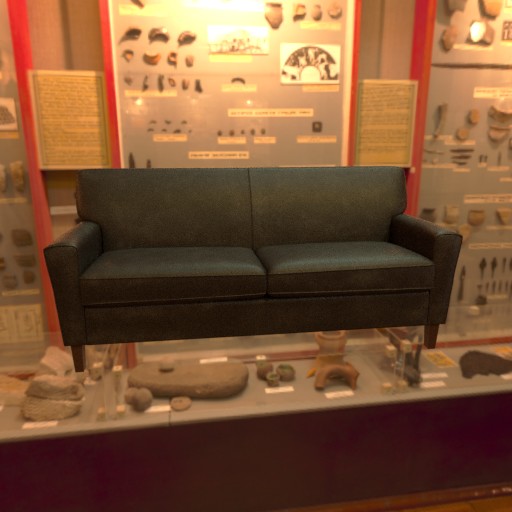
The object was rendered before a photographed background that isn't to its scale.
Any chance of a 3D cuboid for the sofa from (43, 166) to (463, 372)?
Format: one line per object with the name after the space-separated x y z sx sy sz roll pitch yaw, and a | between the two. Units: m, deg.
0.000 0.000 2.524 2.053 0.947 0.805 -2 15 -8 | sofa
